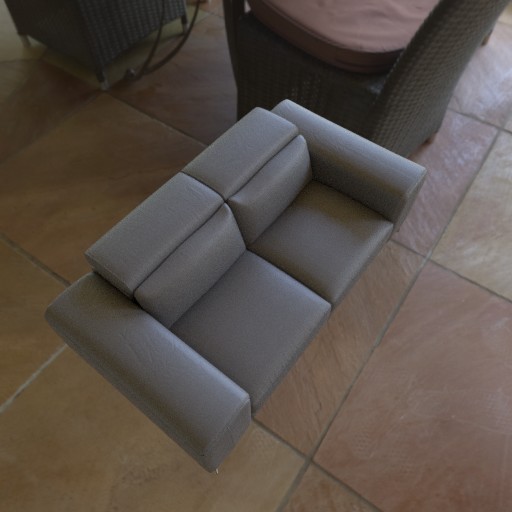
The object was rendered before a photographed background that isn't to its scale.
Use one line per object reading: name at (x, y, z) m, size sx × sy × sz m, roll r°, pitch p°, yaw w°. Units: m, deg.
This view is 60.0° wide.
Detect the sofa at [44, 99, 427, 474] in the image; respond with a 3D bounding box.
sofa at (0.000, 0.000, 2.431) m, size 1.024 × 0.753 × 1.930 m, roll 33°, pitch 63°, yaw 19°
